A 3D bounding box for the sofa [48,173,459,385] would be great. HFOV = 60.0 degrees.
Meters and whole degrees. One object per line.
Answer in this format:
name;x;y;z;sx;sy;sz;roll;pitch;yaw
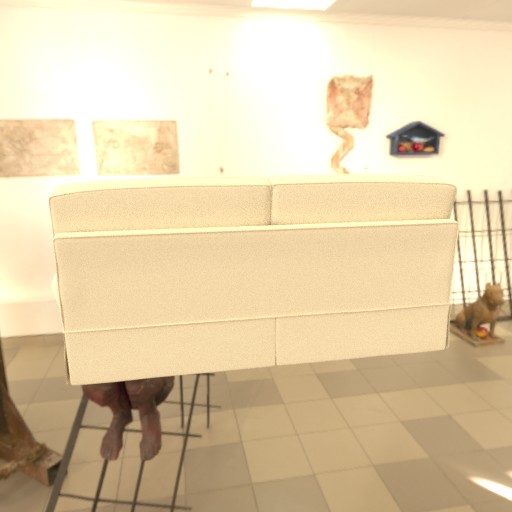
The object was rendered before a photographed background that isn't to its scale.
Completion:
sofa;0.000;0.000;2.499;2.021;0.937;0.862;-3;15;-11
